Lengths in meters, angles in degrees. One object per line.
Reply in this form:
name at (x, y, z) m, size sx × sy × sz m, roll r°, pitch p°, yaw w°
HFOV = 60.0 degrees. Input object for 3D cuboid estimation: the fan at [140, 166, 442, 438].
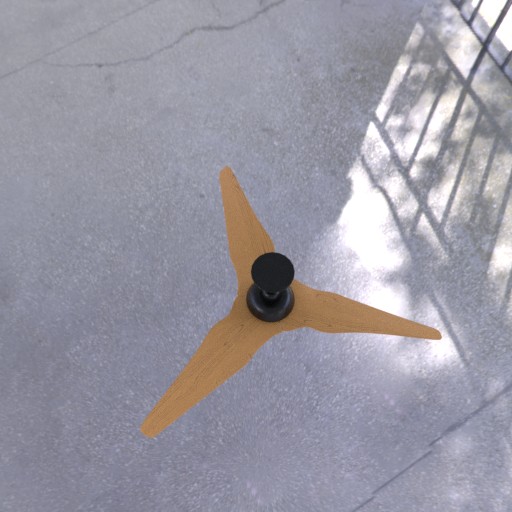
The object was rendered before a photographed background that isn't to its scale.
fan at (0.000, 0.000, 1.684) m, size 1.142 × 0.355 × 1.010 m, roll -17°, pitch 66°, yaw -8°
